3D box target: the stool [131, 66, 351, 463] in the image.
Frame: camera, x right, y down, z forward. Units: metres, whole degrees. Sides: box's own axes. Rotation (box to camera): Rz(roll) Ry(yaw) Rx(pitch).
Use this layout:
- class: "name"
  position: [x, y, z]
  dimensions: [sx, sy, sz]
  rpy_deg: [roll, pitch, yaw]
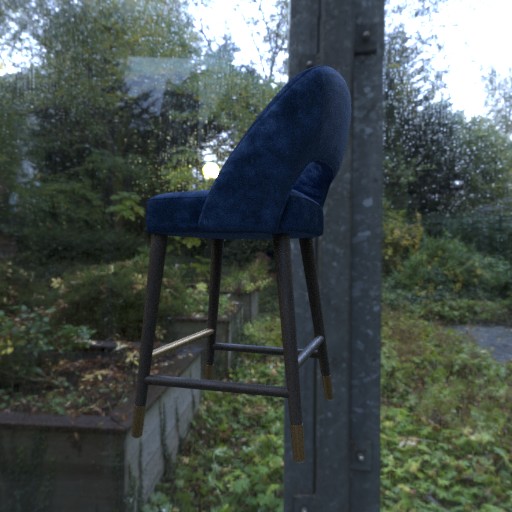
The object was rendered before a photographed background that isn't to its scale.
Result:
- class: "stool"
  position: [0.000, 0.000, 1.262]
  dimensions: [0.524, 0.925, 0.536]
  rpy_deg: [0, 1, 18]
